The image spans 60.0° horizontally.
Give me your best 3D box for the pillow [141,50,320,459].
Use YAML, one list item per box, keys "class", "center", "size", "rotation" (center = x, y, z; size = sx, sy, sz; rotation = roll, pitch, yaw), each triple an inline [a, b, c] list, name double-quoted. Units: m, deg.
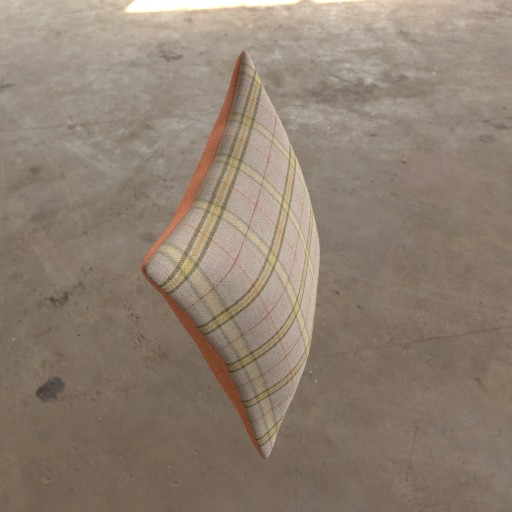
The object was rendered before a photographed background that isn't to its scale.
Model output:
- class: "pillow"
  center: [0.000, 0.000, 0.679]
  size: [0.200, 0.430, 0.453]
  rotation: [7, 48, 7]
